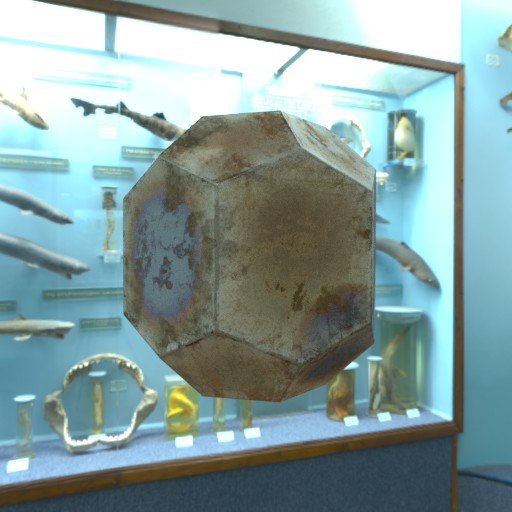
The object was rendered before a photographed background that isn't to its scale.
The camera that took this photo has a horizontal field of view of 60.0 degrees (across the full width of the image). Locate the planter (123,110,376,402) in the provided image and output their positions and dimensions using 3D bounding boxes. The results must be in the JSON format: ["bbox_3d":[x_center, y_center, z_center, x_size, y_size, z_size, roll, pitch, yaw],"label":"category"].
[{"bbox_3d":[0.000,0.000,0.423,0.243,0.238,0.221,0,1,-17],"label":"planter"}]
